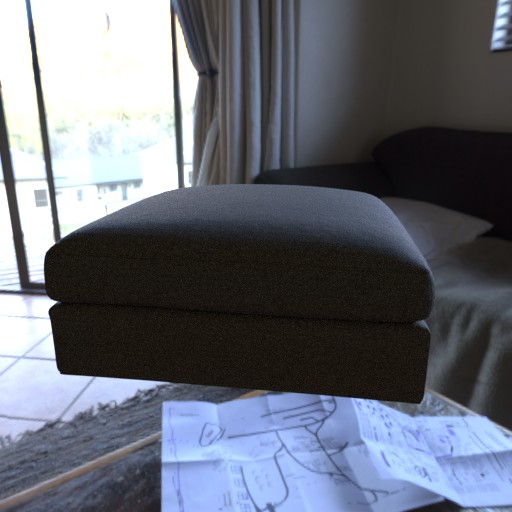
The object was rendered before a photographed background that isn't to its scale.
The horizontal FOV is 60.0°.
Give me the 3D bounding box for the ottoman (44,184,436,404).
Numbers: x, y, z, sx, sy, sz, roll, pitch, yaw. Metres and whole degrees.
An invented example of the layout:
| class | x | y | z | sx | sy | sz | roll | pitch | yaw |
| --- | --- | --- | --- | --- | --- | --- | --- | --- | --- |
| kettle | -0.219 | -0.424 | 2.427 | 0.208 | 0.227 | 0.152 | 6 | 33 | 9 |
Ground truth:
| class | x | y | z | sx | sy | sz | roll | pitch | yaw |
| --- | --- | --- | --- | --- | --- | --- | --- | --- | --- |
| ottoman | 0.000 | 0.000 | 1.625 | 1.041 | 0.470 | 1.041 | 2 | 16 | 8 |
